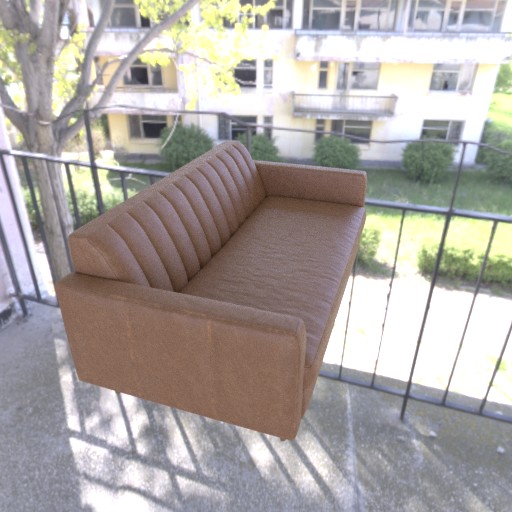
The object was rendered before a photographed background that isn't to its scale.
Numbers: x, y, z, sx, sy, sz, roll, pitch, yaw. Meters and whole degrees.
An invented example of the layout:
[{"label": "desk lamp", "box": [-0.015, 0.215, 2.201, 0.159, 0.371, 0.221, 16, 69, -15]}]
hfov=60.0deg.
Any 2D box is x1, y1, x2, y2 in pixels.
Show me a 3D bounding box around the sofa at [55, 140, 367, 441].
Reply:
[{"label": "sofa", "box": [0.000, 0.000, 2.390, 0.993, 0.821, 1.847, 9, 30, 17]}]
